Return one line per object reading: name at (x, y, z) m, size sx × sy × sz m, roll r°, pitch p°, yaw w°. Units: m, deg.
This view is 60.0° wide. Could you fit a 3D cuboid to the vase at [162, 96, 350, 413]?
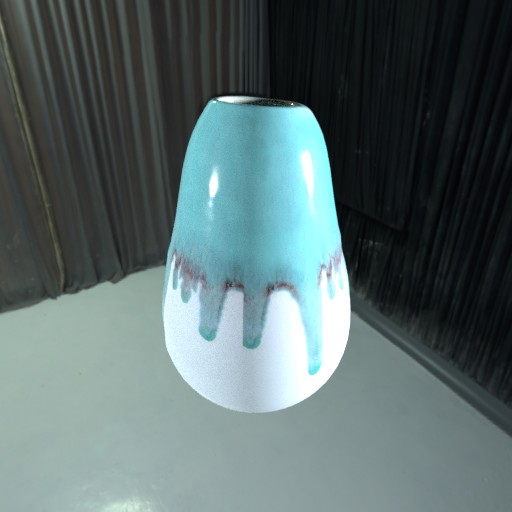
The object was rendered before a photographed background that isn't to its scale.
vase at (0.000, 0.000, 0.258) m, size 0.116 × 0.179 × 0.116 m, roll 0°, pitch 31°, yaw 0°
